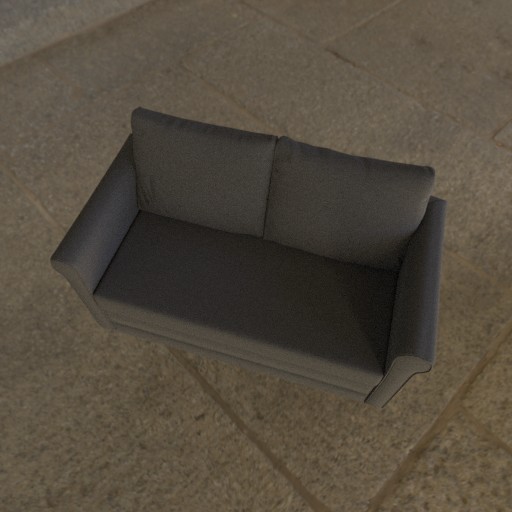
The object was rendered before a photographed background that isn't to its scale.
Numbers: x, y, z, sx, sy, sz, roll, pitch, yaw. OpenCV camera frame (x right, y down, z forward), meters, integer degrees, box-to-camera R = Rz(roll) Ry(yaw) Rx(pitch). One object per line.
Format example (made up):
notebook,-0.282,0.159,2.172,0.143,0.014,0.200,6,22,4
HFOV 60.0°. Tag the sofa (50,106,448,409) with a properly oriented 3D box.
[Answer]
sofa,0.000,0.000,1.919,1.460,0.872,0.741,14,58,9
